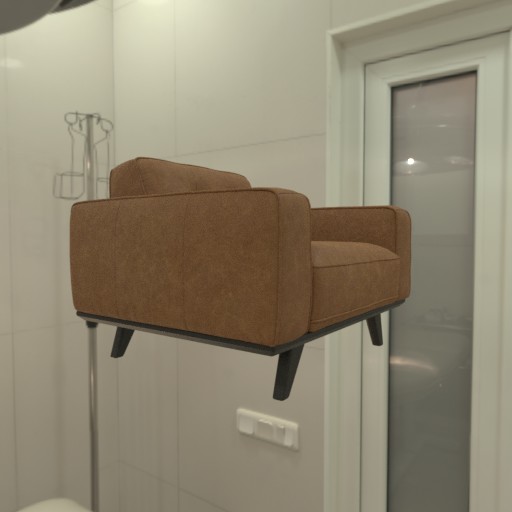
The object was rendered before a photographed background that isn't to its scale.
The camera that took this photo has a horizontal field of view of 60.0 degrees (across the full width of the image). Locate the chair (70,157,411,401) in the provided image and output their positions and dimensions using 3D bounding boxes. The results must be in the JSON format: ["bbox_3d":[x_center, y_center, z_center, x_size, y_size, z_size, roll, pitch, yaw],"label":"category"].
[{"bbox_3d":[0.000,0.000,1.800,0.952,0.782,1.118,2,3,36],"label":"chair"}]
